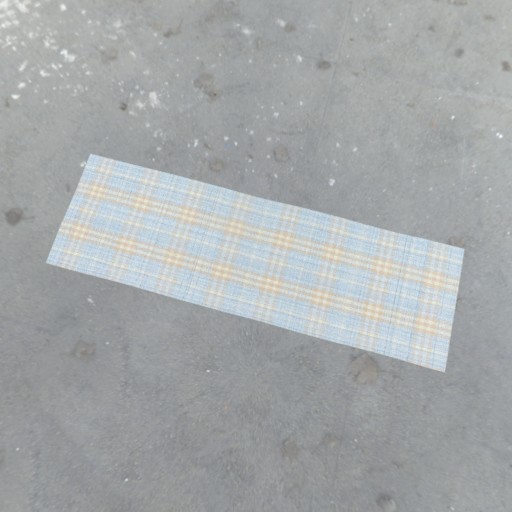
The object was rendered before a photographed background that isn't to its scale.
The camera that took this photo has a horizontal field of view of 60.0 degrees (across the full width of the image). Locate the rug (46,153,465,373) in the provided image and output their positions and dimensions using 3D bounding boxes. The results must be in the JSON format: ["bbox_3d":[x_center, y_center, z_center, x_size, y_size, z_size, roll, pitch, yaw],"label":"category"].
[{"bbox_3d":[0.000,0.000,2.698,2.439,0.013,0.762,15,76,4],"label":"rug"}]
